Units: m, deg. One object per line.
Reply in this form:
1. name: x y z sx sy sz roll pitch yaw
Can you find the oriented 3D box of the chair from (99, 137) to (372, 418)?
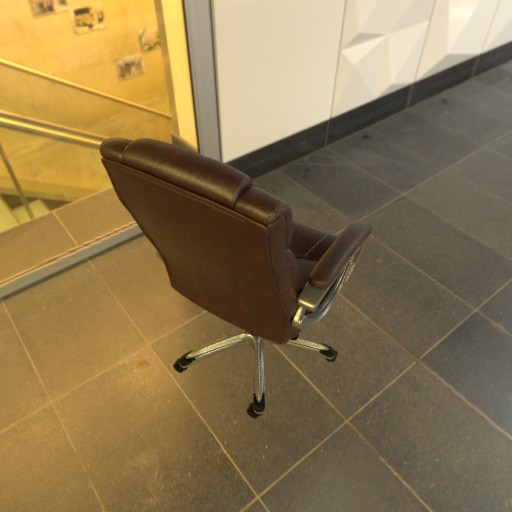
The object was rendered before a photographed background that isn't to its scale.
1. chair: 0.000 0.000 1.548 0.656 1.128 0.692 24 50 22
